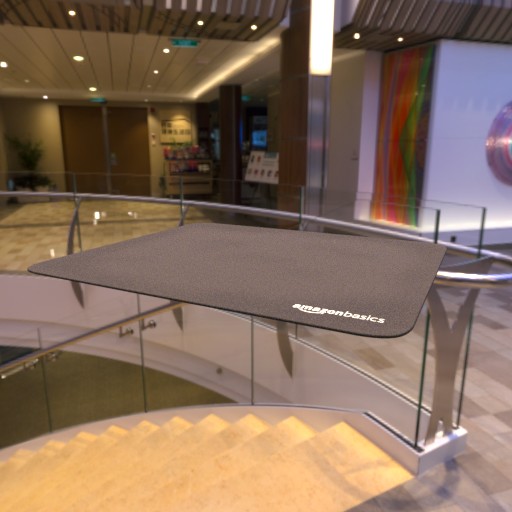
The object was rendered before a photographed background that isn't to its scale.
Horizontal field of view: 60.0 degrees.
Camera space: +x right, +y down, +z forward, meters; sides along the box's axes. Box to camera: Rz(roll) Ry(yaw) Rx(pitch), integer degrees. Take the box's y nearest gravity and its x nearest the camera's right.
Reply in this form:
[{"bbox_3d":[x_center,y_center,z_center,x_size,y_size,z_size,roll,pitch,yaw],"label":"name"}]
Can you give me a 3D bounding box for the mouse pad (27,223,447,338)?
[{"bbox_3d":[0.000,0.000,0.417,0.315,0.002,0.269,7,15,26],"label":"mouse pad"}]
